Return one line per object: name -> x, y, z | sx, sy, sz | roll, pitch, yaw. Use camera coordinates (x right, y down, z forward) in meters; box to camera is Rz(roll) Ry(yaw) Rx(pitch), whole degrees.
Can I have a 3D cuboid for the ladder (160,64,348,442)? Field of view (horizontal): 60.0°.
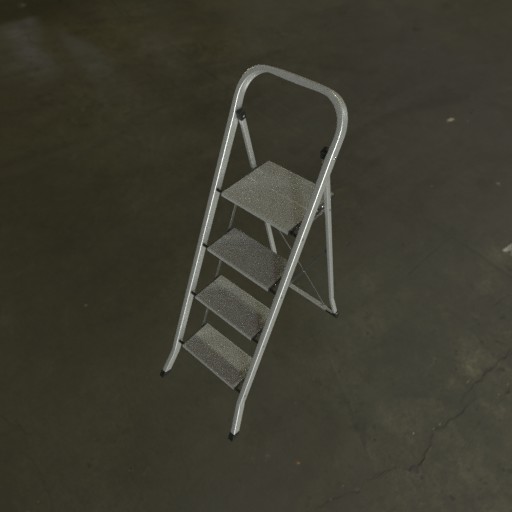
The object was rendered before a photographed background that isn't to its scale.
ladder -> 0.000, 0.000, 1.696 | 0.465, 1.290, 0.830 | 33, 55, 27
